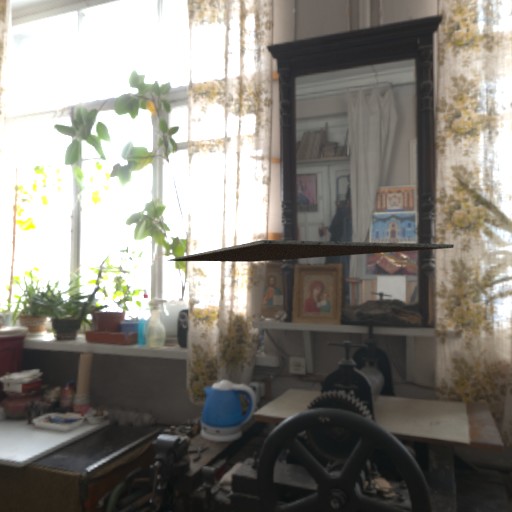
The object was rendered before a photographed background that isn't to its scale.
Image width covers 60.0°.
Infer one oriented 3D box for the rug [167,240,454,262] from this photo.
[{"bbox_3d":[0.000,0.000,2.703,0.770,0.013,2.434,1,-2,-18],"label":"rug"}]
